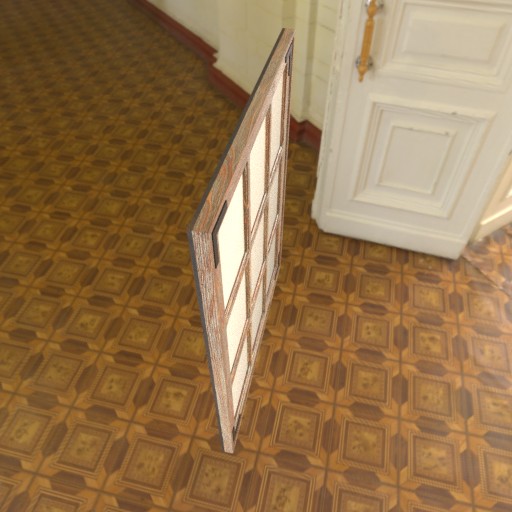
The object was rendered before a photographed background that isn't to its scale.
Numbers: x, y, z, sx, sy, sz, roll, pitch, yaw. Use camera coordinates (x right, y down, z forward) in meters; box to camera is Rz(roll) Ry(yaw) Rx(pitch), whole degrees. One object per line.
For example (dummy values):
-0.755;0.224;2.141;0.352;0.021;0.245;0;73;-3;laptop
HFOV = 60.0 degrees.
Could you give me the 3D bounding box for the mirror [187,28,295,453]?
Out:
0.000;0.000;1.178;0.032;0.882;0.730;10;48;9;mirror
